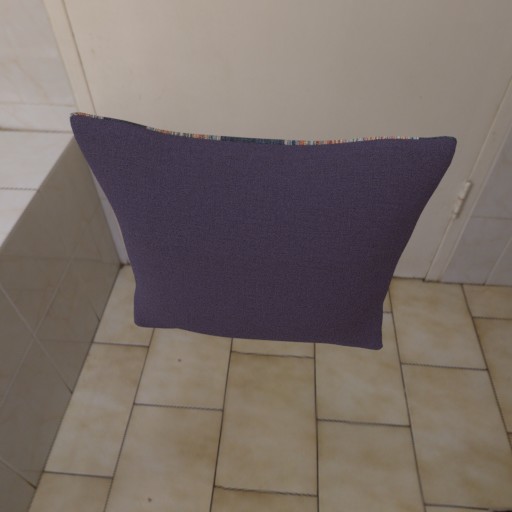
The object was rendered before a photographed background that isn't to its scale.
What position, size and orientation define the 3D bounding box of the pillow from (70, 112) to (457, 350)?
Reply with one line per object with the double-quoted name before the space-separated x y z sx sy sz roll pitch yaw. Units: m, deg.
"pillow" 0.000 0.000 0.634 0.437 0.419 0.136 5 47 5
